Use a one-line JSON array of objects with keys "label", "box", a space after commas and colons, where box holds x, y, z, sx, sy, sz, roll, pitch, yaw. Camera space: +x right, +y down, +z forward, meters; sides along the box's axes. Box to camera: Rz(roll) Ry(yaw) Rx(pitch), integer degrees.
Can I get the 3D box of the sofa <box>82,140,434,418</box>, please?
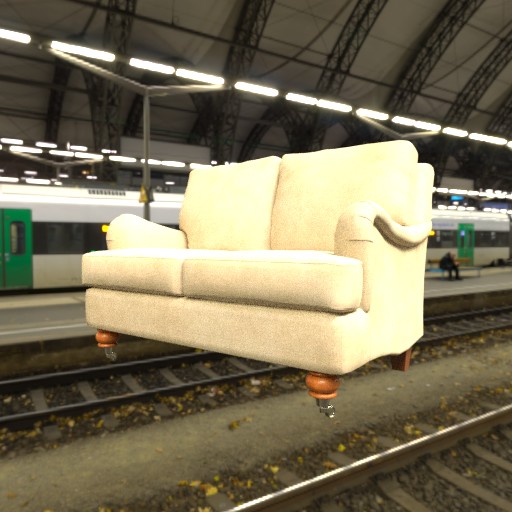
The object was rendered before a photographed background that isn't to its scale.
[{"label": "sofa", "box": [0.000, 0.000, 2.229, 1.498, 1.087, 1.086, 1, 2, 36]}]
